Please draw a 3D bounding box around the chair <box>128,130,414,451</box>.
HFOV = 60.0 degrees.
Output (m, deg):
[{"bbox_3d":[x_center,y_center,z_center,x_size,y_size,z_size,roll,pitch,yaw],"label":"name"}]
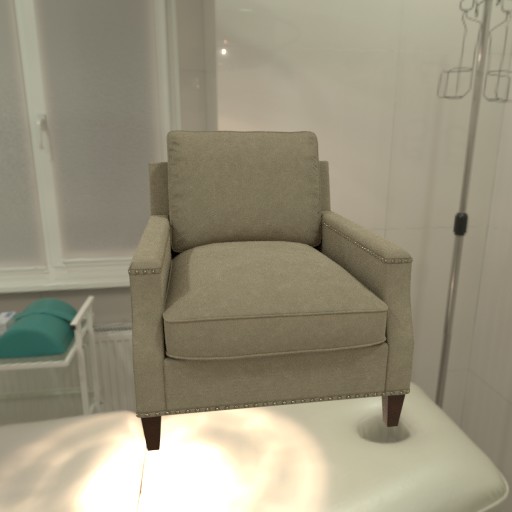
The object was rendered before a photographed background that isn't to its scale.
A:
[{"bbox_3d":[0.000,0.000,1.707,0.853,0.943,1.014,-2,15,-8],"label":"chair"}]
